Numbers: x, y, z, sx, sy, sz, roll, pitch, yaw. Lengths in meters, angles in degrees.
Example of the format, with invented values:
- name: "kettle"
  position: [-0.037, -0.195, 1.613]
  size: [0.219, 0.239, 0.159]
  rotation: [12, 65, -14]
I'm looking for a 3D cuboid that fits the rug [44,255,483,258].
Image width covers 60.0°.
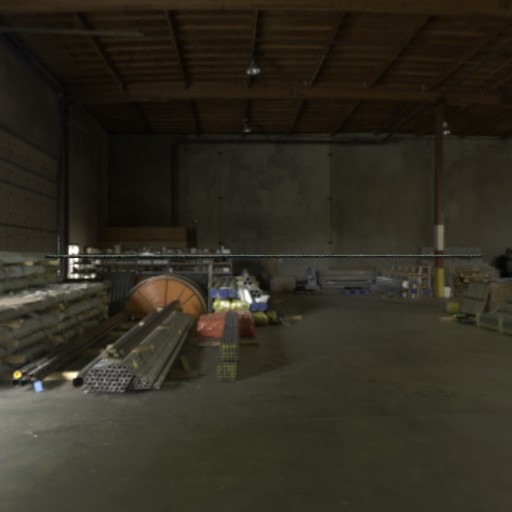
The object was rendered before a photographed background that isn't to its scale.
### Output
- name: "rug"
  position: [0.000, 0.000, 3.054]
  size: [2.449, 0.015, 1.530]
  rotation: [0, 0, -17]
